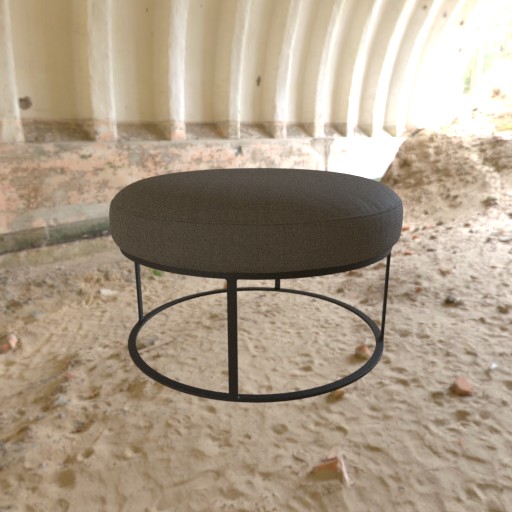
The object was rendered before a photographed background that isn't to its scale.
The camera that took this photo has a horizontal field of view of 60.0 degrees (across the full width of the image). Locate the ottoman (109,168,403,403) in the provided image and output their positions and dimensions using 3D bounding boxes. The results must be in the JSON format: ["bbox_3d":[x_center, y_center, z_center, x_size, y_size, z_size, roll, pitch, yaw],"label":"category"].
[{"bbox_3d":[0.000,0.000,1.252,0.772,0.460,0.772,0,16,0],"label":"ottoman"}]
